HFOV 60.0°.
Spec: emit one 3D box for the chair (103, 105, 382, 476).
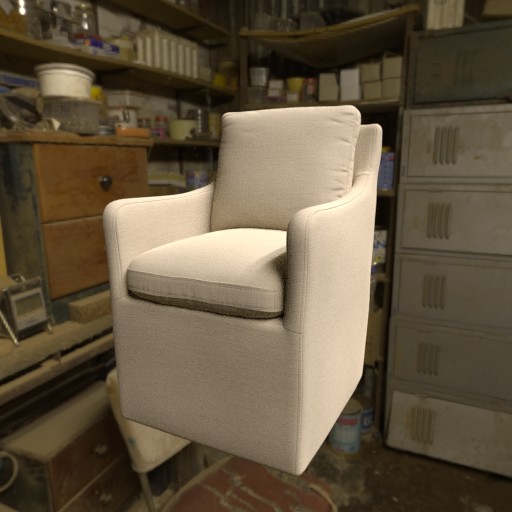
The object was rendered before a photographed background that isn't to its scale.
[{"bbox_3d":[0.000,0.000,1.369,0.626,0.914,0.694,6,13,27],"label":"chair"}]
